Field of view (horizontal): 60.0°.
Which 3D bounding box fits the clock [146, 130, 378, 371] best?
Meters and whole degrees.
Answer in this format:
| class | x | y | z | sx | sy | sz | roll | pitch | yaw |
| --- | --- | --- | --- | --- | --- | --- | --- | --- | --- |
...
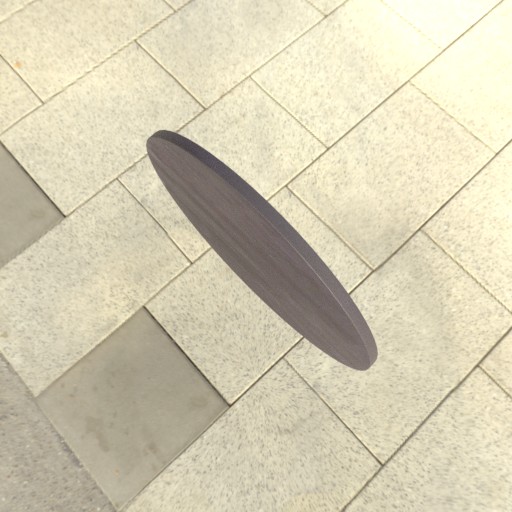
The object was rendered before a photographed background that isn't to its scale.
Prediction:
| class | x | y | z | sx | sy | sz | roll | pitch | yaw |
| --- | --- | --- | --- | --- | --- | --- | --- | --- | --- |
| clock | 0.000 | 0.000 | 0.881 | 0.029 | 0.595 | 0.595 | -44 | 79 | -11 |
